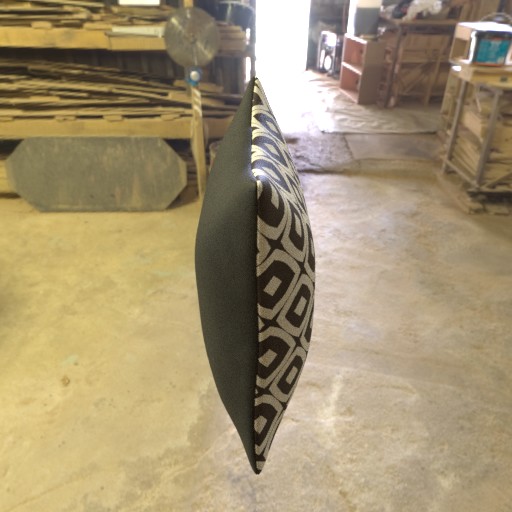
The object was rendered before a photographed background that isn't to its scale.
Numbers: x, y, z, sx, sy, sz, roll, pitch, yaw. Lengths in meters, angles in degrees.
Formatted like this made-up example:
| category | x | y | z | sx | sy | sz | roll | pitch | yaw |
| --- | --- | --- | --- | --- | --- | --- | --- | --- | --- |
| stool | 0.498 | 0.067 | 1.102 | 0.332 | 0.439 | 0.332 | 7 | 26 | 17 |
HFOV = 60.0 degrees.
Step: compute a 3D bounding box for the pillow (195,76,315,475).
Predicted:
| category | x | y | z | sx | sy | sz | roll | pitch | yaw |
| --- | --- | --- | --- | --- | --- | --- | --- | --- | --- |
| pillow | 0.000 | 0.000 | 0.769 | 0.188 | 0.494 | 0.504 | 0 | 33 | 0 |
